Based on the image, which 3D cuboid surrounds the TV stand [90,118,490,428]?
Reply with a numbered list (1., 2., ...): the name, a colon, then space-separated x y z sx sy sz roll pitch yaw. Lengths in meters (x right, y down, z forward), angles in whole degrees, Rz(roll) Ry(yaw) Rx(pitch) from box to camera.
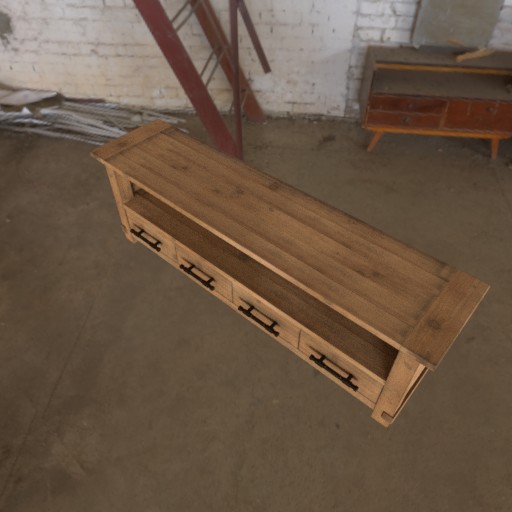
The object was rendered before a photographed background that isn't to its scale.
1. TV stand: 0.000 0.000 2.062 1.804 0.573 0.453 32 53 28
